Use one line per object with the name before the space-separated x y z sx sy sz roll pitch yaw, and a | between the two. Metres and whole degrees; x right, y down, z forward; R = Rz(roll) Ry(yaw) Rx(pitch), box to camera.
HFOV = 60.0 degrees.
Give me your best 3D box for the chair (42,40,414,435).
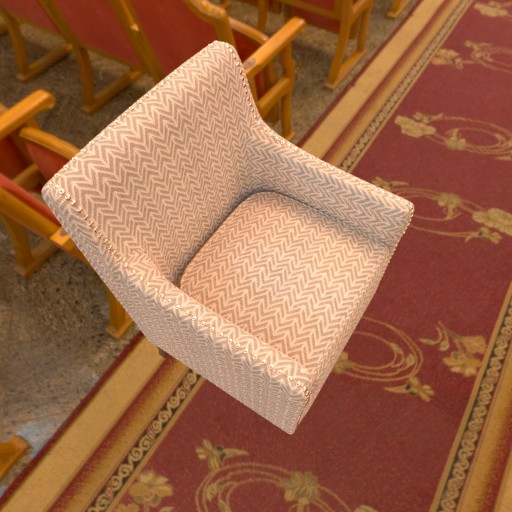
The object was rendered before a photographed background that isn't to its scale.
chair | 0.000 0.000 1.253 0.651 0.816 0.623 29 62 17
